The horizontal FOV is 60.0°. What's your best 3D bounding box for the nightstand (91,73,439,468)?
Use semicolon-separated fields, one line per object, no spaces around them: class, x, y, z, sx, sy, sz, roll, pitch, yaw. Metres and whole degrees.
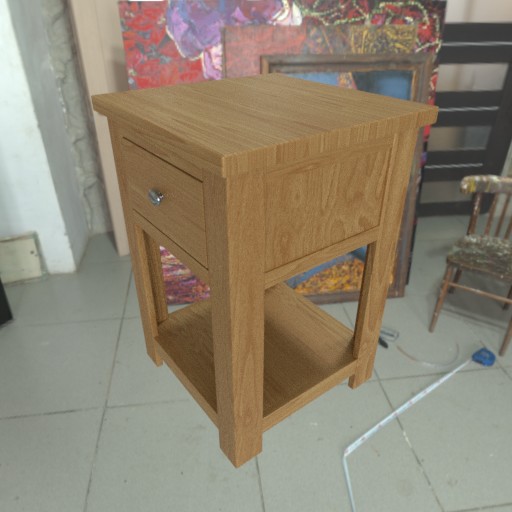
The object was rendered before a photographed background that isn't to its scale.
nightstand;0.000;0.000;0.908;0.418;0.614;0.428;-21;37;-31
